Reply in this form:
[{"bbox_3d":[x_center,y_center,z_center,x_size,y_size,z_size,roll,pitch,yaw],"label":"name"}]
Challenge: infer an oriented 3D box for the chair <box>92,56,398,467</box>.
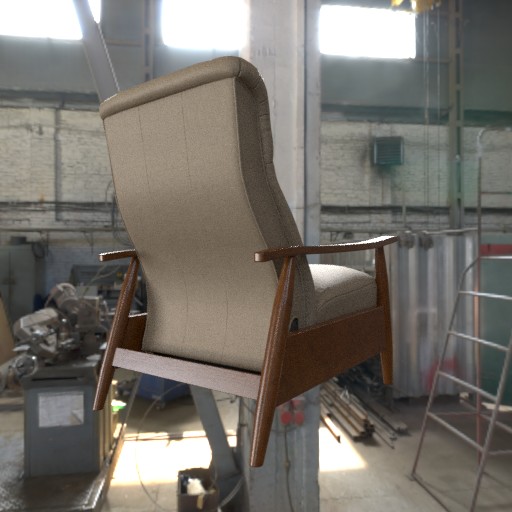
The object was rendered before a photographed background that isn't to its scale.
[{"bbox_3d":[0.000,0.000,1.726,0.762,1.082,1.032,0,-1,37],"label":"chair"}]
